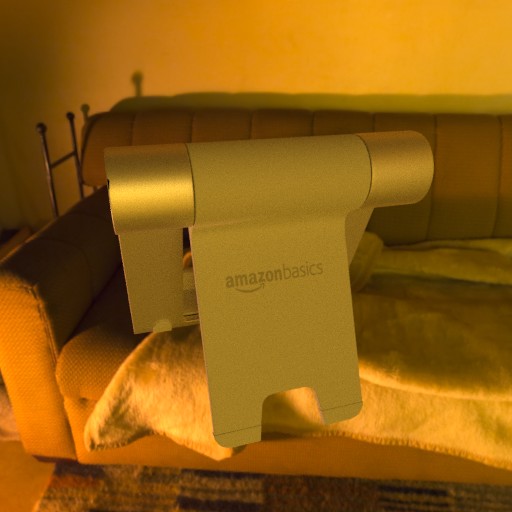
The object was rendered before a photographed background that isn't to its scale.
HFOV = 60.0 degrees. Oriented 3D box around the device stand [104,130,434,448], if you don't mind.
[{"bbox_3d":[0.000,0.000,0.150,0.086,0.084,0.079,-7,26,-15],"label":"device stand"}]
